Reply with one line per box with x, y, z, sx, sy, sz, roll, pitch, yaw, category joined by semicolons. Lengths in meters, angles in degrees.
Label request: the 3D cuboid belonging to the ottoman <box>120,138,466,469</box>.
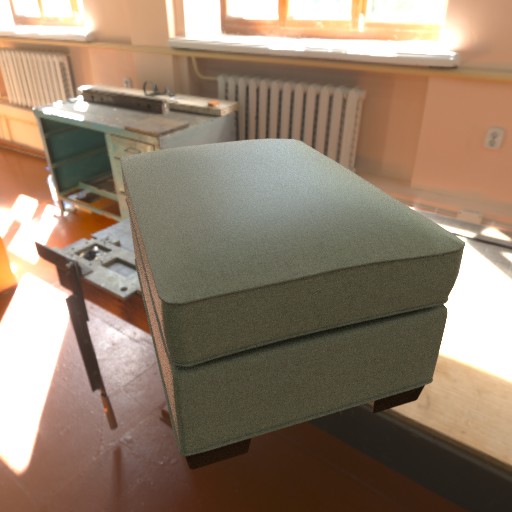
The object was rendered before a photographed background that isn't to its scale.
0.000;0.000;1.224;0.619;0.504;0.843;-10;31;-17;ottoman
